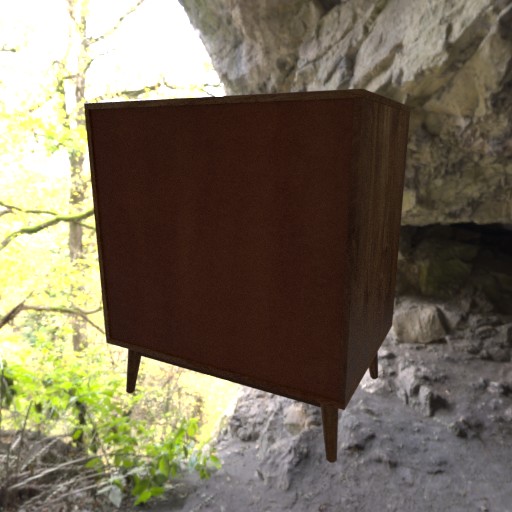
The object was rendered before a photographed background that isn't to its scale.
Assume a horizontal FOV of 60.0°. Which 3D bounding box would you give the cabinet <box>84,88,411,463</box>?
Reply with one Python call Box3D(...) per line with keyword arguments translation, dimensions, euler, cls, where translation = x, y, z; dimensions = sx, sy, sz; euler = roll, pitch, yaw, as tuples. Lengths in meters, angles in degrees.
Box3D(translation=(0.000, 0.000, 1.172), dimensions=(0.647, 0.758, 0.473), euler=(8, 17, 27), cls="cabinet")
